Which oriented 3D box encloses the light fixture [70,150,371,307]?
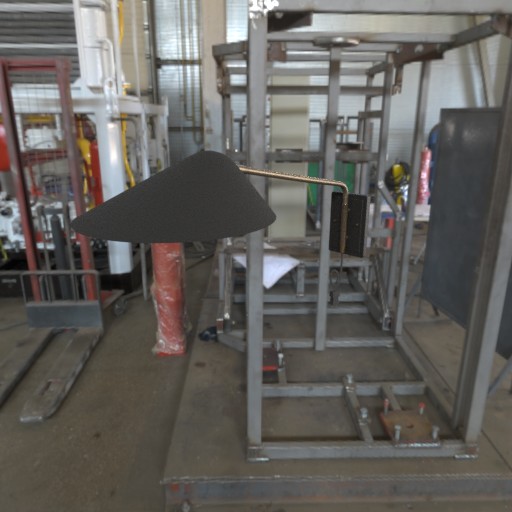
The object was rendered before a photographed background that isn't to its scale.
[{"bbox_3d":[0.000,0.000,0.655,0.240,0.312,0.516,16,23,41],"label":"light fixture"}]
